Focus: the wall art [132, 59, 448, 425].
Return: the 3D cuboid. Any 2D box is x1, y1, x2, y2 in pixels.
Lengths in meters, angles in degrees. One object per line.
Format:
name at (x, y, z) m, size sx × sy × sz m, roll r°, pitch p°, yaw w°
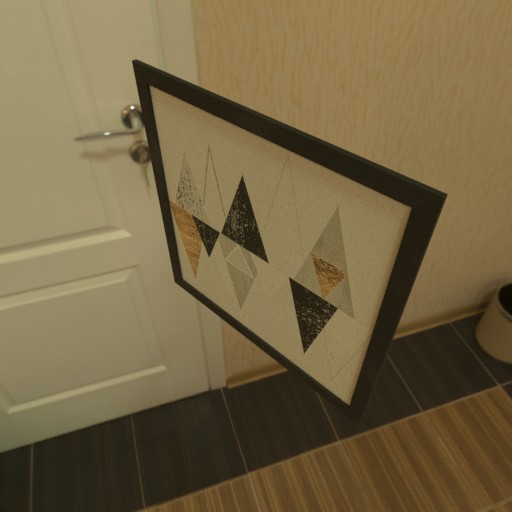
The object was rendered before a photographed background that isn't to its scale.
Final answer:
wall art at (0.000, 0.000, 1.196) m, size 0.823 × 0.823 × 0.013 m, roll 33°, pitch 53°, yaw 29°
